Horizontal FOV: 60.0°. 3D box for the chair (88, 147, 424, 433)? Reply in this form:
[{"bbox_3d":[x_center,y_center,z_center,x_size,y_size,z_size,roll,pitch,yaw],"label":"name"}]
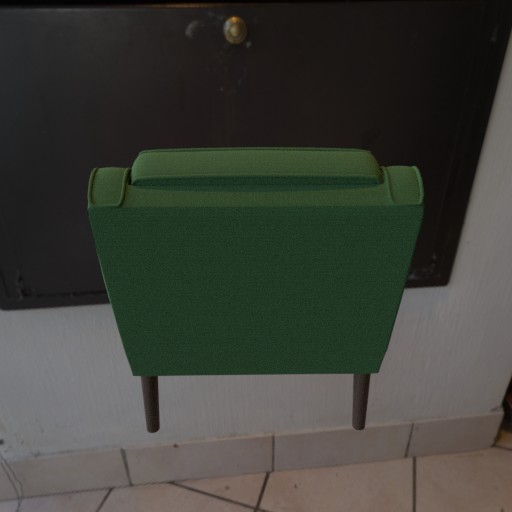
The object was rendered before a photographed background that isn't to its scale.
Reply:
[{"bbox_3d":[0.000,0.000,1.315,0.663,0.792,0.743,0,29,-1],"label":"chair"}]
